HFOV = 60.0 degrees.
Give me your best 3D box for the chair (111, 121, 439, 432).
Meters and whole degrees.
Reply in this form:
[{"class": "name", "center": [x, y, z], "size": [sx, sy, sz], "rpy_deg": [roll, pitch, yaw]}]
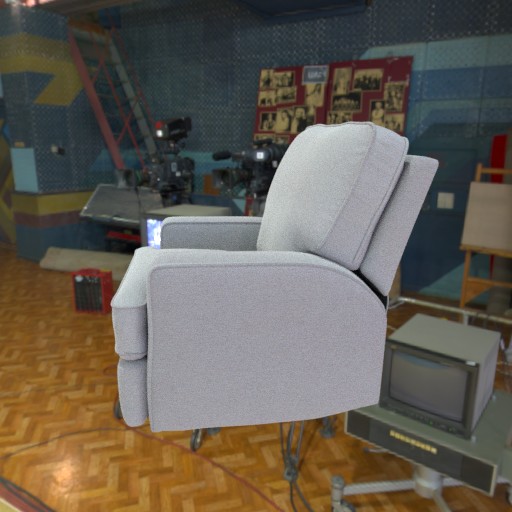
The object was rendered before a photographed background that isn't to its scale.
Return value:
[{"class": "chair", "center": [0.000, 0.000, 1.654], "size": [0.969, 0.964, 0.861], "rpy_deg": [-2, 14, -9]}]
